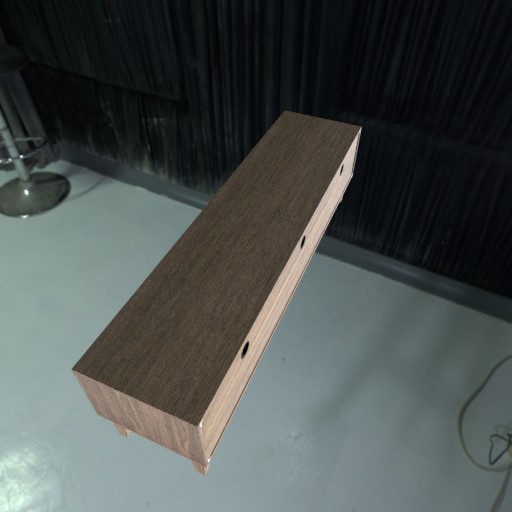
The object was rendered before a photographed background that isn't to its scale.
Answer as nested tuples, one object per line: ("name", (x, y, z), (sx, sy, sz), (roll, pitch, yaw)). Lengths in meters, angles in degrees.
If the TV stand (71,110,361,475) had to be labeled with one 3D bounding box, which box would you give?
("TV stand", (0.000, 0.000, 1.691), (0.366, 0.409, 1.482), (18, 48, 17))
